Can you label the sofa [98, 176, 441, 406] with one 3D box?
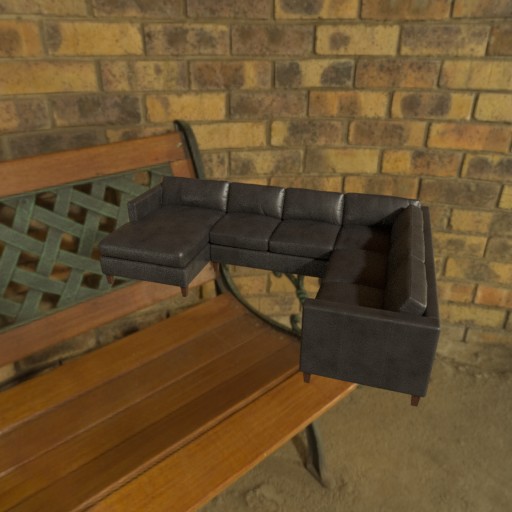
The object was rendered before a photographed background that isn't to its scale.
[{"bbox_3d":[0.000,0.000,4.524,3.324,0.891,2.452,8,28,16],"label":"sofa"}]
